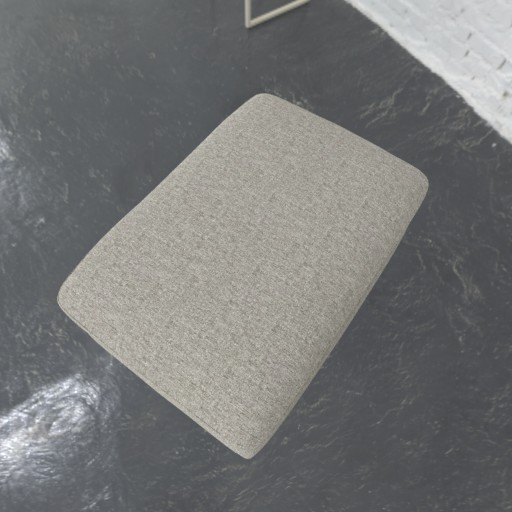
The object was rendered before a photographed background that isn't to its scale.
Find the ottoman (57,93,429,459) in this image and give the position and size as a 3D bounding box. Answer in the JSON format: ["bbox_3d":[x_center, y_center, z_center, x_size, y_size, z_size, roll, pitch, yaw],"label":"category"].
[{"bbox_3d":[0.000,0.000,1.387,0.694,0.451,0.977,32,67,16],"label":"ottoman"}]
